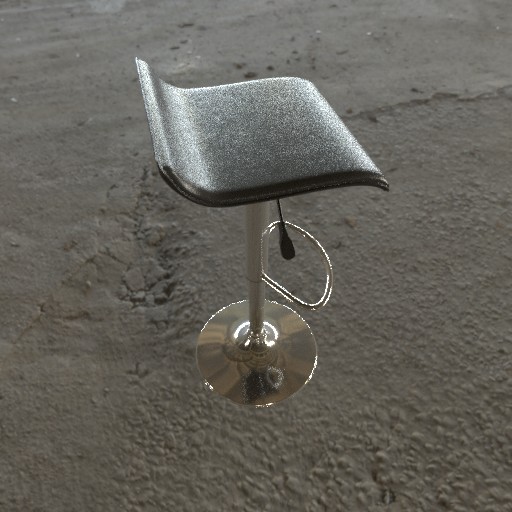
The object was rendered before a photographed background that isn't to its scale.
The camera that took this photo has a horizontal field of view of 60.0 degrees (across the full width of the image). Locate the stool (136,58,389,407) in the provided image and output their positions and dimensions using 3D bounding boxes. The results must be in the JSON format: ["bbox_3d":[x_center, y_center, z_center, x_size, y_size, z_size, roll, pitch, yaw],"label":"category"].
[{"bbox_3d":[0.000,0.000,1.071,0.381,0.851,0.381,-11,48,-10],"label":"stool"}]
